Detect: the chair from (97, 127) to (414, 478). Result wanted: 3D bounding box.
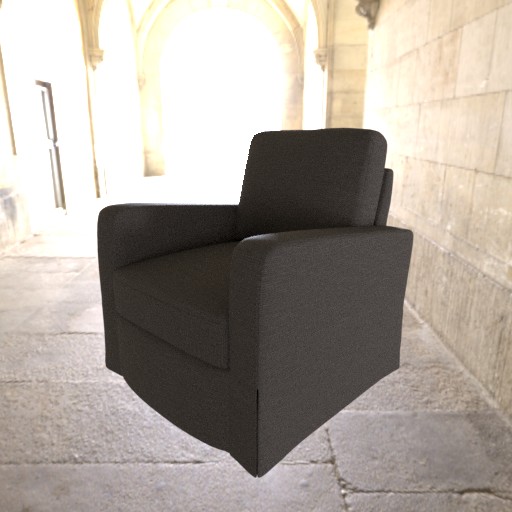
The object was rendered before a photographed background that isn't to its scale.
[{"bbox_3d":[0.000,0.000,1.538,0.798,0.855,0.863,15,22,42],"label":"chair"}]
